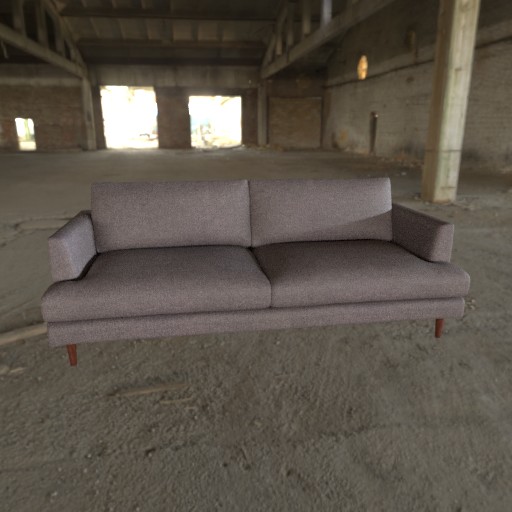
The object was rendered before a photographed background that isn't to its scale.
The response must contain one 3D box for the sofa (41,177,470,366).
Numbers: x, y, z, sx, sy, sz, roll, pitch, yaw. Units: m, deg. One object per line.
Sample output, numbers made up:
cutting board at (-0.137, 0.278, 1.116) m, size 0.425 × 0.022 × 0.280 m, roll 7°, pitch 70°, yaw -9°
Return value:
sofa at (0.000, 0.000, 2.741) m, size 2.250 × 0.868 × 1.020 m, roll -3°, pitch 17°, yaw -9°
